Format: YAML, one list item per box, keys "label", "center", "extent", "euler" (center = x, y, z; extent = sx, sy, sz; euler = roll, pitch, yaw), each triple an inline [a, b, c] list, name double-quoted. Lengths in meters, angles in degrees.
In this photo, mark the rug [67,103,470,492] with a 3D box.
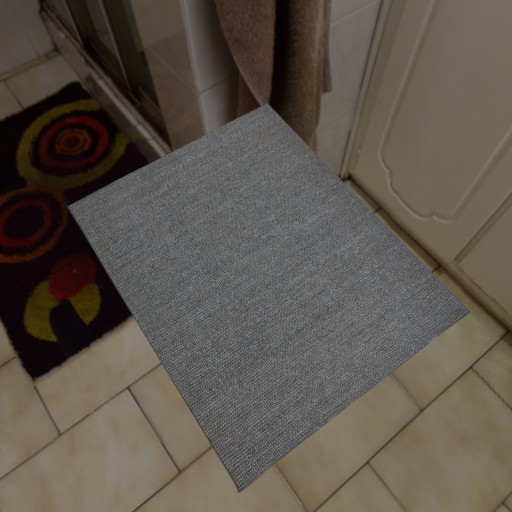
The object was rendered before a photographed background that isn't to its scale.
- label: "rug"
  center: [0.000, 0.000, 4.144]
  extent: [2.456, 0.021, 3.068]
  euler: [-32, 67, -15]
